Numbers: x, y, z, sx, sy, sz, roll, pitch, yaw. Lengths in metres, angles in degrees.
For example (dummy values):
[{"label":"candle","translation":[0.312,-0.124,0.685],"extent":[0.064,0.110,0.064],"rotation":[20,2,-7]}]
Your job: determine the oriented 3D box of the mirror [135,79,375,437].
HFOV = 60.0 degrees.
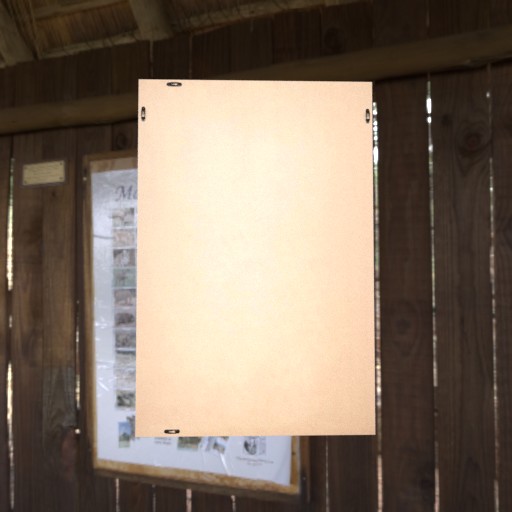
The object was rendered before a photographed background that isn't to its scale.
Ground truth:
[{"label":"mirror","translation":[0.000,0.000,1.156],"extent":[0.609,0.914,0.041],"rotation":[0,-2,-2]}]
